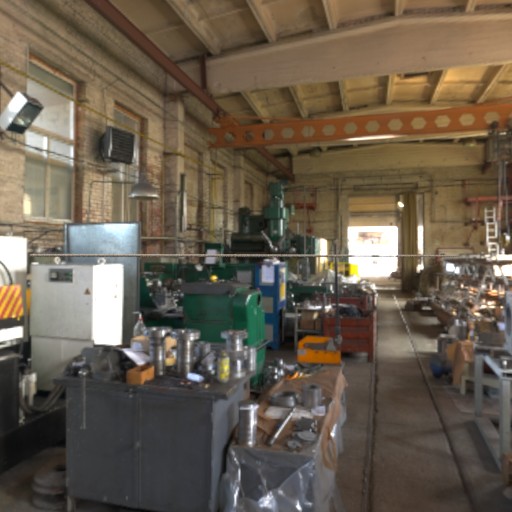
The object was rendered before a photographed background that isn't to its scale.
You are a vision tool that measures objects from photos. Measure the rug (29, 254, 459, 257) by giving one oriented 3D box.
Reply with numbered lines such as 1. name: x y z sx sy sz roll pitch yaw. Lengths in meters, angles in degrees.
1. rug: 0.000 0.000 2.780 2.448 0.012 0.769 0 0 -18
